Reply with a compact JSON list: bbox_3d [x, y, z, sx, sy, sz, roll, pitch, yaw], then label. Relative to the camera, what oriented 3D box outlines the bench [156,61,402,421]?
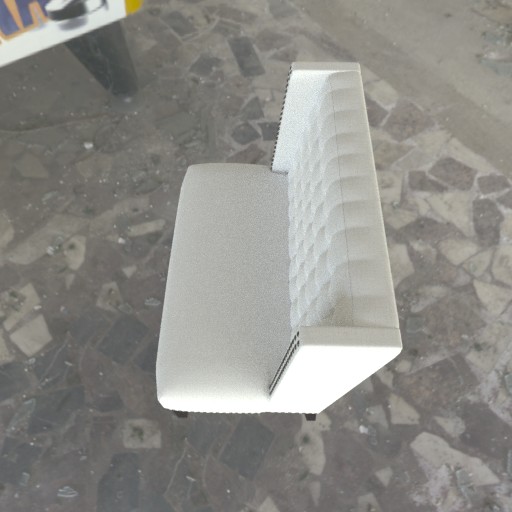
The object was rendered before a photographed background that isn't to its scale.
[{"bbox_3d":[0.000,0.000,2.024,0.847,1.123,1.280,1,59,1],"label":"bench"}]
